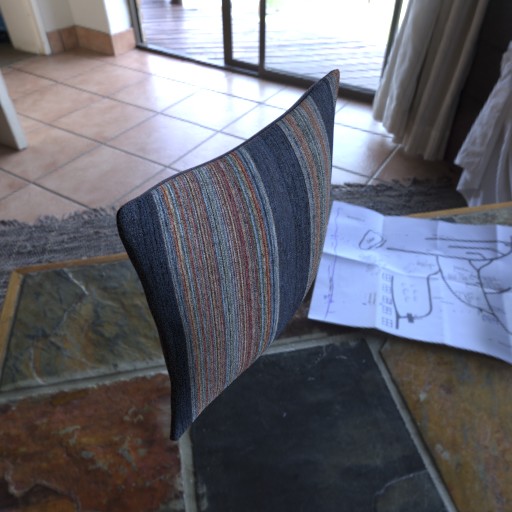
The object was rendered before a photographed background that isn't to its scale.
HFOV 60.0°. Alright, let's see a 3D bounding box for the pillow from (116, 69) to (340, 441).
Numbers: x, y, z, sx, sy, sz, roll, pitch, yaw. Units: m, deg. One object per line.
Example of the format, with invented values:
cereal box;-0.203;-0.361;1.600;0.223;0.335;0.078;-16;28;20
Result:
pillow;0.000;0.000;0.648;0.136;0.419;0.437;24;47;25
